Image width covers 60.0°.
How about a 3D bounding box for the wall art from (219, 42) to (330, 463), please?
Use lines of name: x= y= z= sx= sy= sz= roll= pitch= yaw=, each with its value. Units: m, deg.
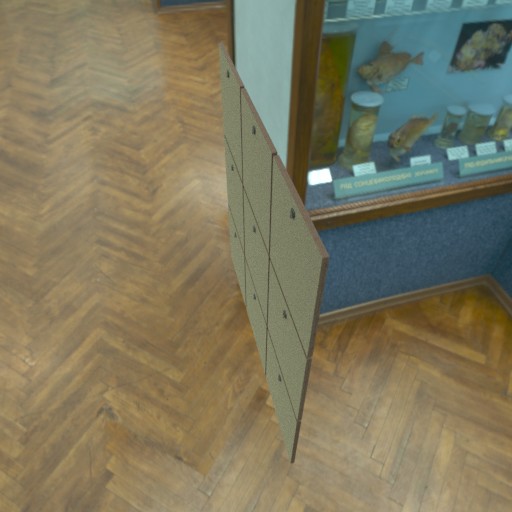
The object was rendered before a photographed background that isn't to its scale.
wall art: x=0.000 y=0.000 z=1.328 sx=0.018 sy=0.904 sz=0.906 roll=-10 pitch=47 yaw=-9
